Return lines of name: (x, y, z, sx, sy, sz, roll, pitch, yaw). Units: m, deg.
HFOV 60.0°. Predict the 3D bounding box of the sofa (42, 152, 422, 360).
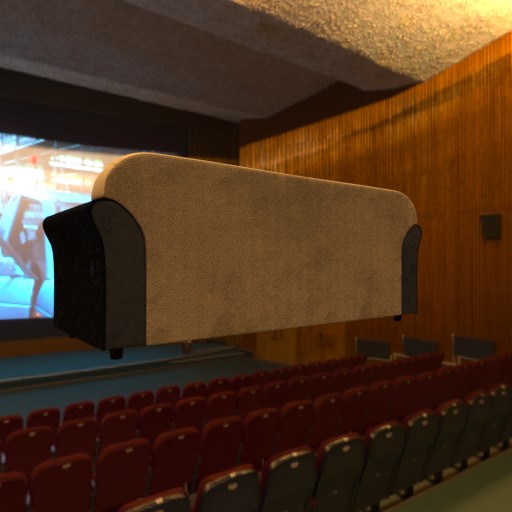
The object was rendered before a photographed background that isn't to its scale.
sofa: (0.000, 0.000, 2.429, 2.006, 0.789, 0.749, 0, -1, -37)
